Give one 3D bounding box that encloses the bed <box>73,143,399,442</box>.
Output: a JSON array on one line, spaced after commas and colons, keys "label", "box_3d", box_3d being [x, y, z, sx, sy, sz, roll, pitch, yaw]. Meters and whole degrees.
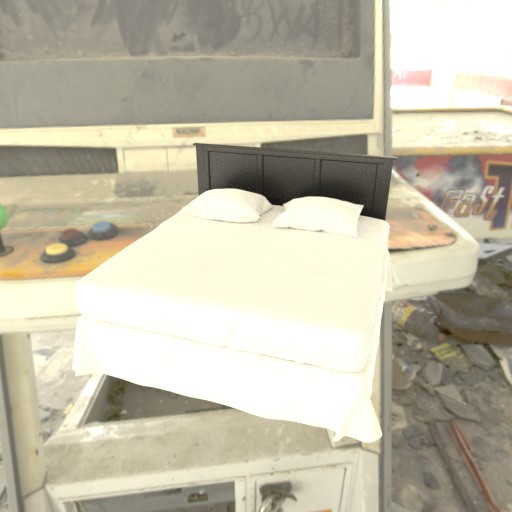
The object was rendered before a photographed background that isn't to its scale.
[{"label": "bed", "box_3d": [0.000, 0.000, 3.590, 2.315, 1.271, 2.219, 8, 27, 17]}]
